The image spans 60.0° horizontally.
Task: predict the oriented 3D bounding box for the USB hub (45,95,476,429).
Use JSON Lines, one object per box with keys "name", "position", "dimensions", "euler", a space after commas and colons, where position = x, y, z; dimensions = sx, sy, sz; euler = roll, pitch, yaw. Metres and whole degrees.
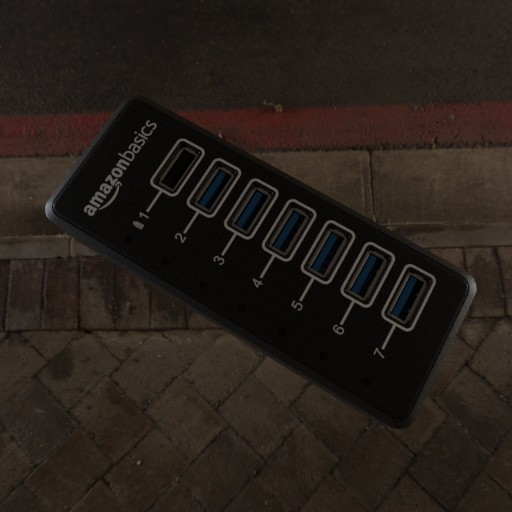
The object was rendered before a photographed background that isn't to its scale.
{"name": "USB hub", "position": [0.000, 0.000, 0.127], "dimensions": [0.110, 0.023, 0.044], "euler": [30, 78, 7]}
